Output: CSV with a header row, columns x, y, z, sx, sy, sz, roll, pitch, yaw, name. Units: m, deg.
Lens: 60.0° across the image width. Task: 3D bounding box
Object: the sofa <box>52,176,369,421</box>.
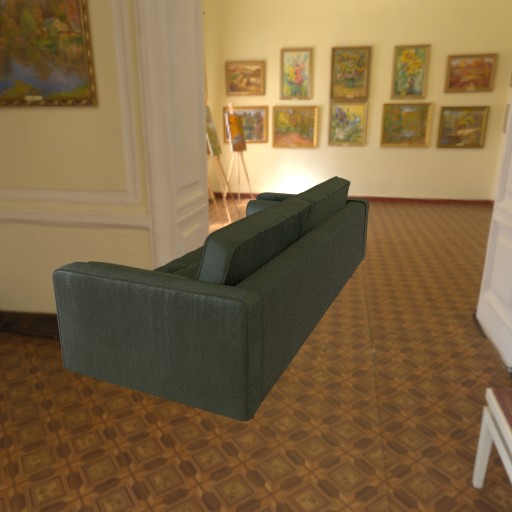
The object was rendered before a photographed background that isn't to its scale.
x,y,z,sx,sy,sz,roll,pitch,yaw,name
0.000,0.000,2.643,0.918,0.769,2.199,7,19,23,sofa
